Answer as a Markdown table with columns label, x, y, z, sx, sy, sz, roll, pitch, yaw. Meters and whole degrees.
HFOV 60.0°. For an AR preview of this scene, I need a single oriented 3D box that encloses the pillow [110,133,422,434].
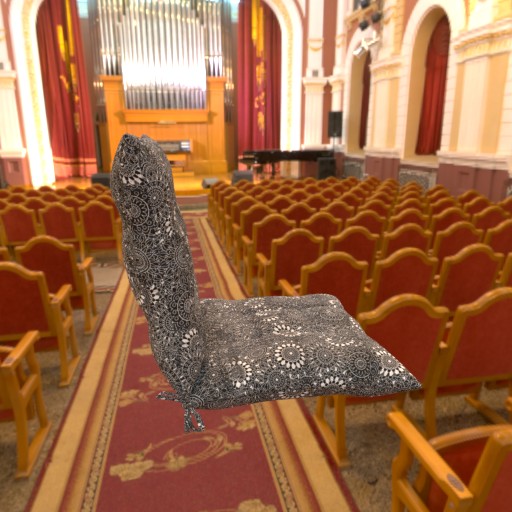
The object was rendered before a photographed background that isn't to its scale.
| label | x | y | z | sx | sy | sz | roll | pitch | yaw |
| --- | --- | --- | --- | --- | --- | --- | --- | --- | --- |
| pillow | 0.000 | 0.000 | 1.005 | 0.585 | 0.536 | 0.541 | -3 | 15 | -10 |
